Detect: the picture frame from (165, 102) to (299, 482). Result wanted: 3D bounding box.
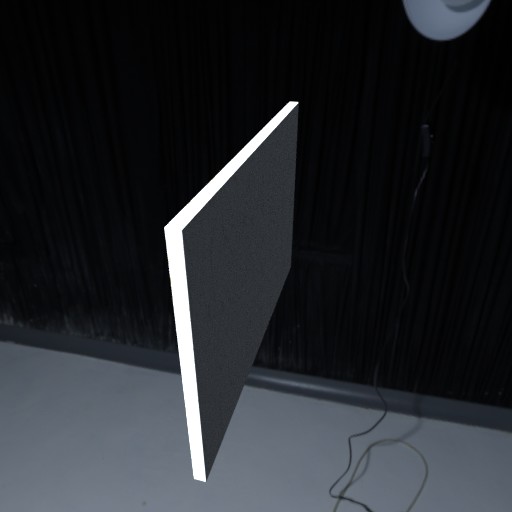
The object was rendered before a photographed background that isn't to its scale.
[{"bbox_3d":[0.000,0.000,1.236,0.029,0.640,0.950,8,32,13],"label":"picture frame"}]
